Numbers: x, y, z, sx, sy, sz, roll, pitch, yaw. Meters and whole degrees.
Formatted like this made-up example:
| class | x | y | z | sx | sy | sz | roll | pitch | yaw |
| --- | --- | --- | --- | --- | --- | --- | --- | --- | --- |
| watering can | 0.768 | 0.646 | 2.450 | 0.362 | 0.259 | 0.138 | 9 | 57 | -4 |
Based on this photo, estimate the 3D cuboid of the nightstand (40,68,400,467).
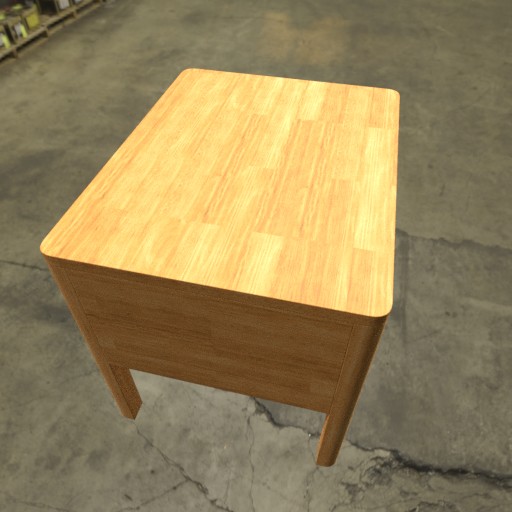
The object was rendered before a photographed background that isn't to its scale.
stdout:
| class | x | y | z | sx | sy | sz | roll | pitch | yaw |
| --- | --- | --- | --- | --- | --- | --- | --- | --- | --- |
| nightstand | 0.000 | 0.000 | 0.877 | 0.440 | 0.470 | 0.560 | 10 | 47 | 9 |
